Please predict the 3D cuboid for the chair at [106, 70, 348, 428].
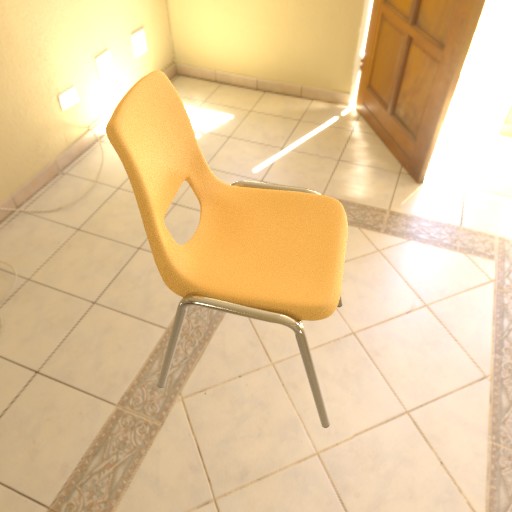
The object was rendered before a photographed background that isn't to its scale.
[{"bbox_3d":[0.000,0.000,0.950,0.436,0.704,0.381,9,47,8],"label":"chair"}]
